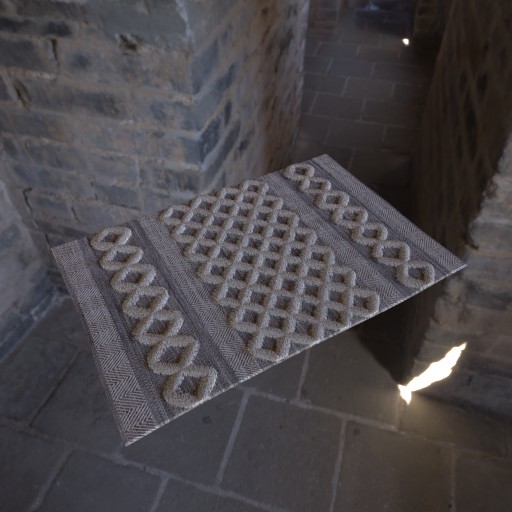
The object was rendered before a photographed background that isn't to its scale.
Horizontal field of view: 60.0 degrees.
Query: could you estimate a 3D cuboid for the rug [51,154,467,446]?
[{"bbox_3d":[0.000,0.000,2.317,1.823,0.030,1.222,-23,49,-21],"label":"rug"}]
